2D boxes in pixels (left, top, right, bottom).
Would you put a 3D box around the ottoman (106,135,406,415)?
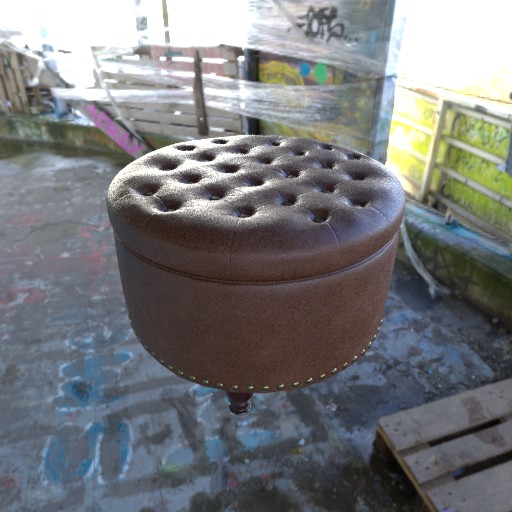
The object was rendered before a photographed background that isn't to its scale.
[{"bbox_3d":[0.000,0.000,1.073,0.637,0.442,0.637,0,31,0],"label":"ottoman"}]
